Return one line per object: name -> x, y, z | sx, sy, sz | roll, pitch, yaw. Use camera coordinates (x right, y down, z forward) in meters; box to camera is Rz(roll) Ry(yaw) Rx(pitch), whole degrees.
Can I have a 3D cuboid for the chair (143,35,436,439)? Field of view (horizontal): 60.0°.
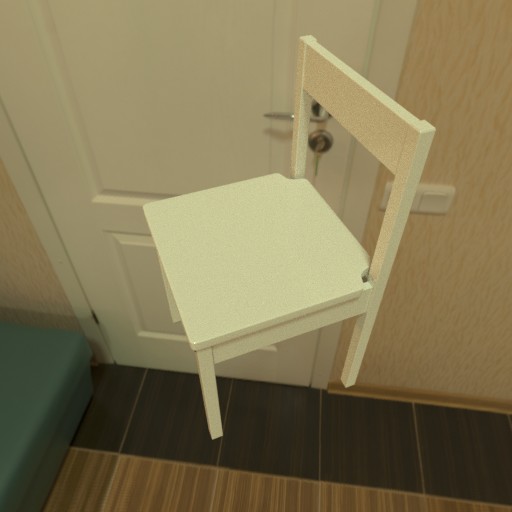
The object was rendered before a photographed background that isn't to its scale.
chair -> 0.000, 0.000, 0.874 | 0.361, 0.668, 0.367 | -16, 48, -15
